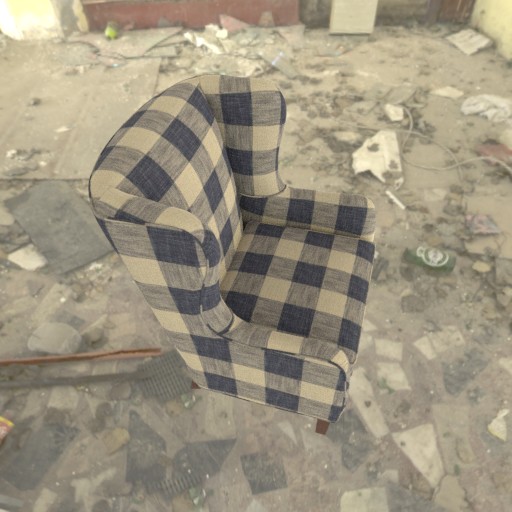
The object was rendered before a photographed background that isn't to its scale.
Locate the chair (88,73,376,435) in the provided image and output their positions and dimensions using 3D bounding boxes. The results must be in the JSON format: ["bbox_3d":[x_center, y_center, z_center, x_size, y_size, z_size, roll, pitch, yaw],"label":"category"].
[{"bbox_3d":[0.000,0.000,1.703,0.889,1.041,0.830,12,49,11],"label":"chair"}]
